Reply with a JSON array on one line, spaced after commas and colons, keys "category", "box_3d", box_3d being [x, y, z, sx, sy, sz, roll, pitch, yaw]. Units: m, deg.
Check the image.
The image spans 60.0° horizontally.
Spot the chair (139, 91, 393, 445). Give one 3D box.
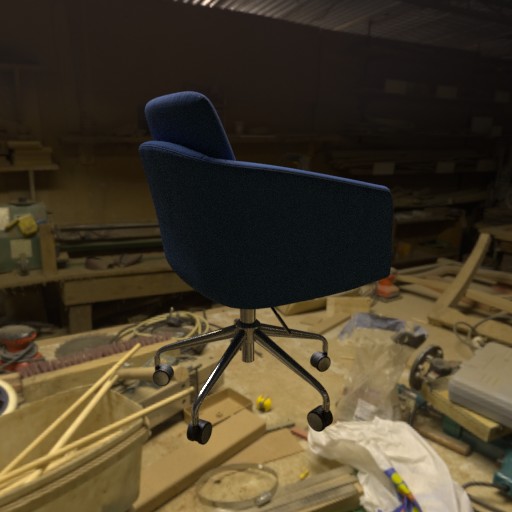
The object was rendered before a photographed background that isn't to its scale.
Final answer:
[{"category": "chair", "box_3d": [0.000, 0.000, 1.373, 0.635, 0.908, 0.641, -7, 16, -27]}]
